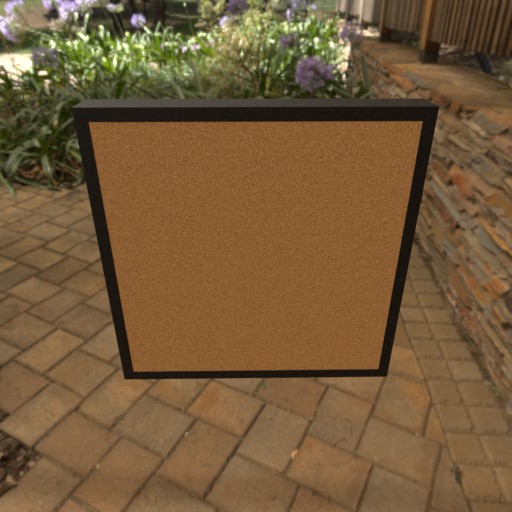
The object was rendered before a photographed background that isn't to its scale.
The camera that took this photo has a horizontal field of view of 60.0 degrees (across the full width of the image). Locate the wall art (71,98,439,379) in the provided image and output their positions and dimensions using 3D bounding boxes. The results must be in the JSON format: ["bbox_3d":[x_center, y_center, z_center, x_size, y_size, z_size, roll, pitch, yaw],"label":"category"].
[{"bbox_3d":[0.000,0.000,0.457,0.305,0.304,0.038,0,29,-1],"label":"wall art"}]
